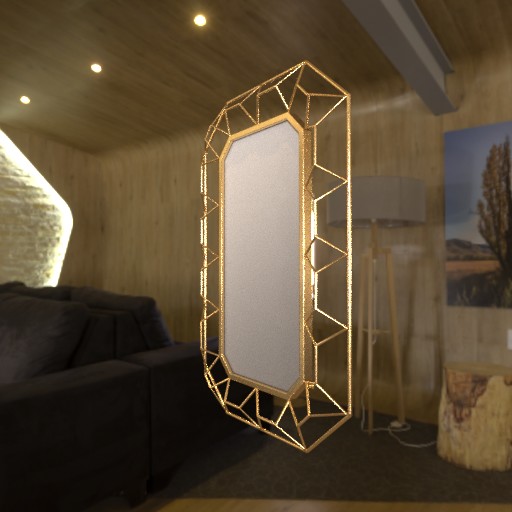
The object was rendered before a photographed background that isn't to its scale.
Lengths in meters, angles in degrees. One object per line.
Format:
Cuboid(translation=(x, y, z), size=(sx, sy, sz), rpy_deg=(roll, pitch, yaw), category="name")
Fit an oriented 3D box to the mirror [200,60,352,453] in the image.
Cuboid(translation=(0.000, 0.000, 1.095), size=(0.051, 0.870, 0.572), rpy_deg=(1, -1, -37), category="mirror")
